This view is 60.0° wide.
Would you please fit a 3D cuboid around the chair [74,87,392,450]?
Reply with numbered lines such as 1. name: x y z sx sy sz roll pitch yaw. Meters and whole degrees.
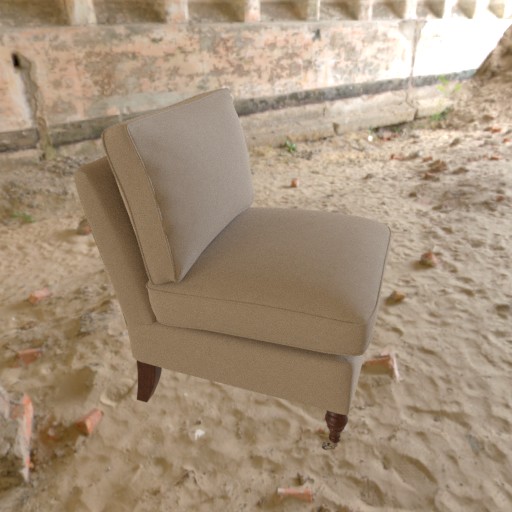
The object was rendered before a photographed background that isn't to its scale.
1. chair: 0.000 0.000 1.617 0.912 1.052 0.724 10 30 17
